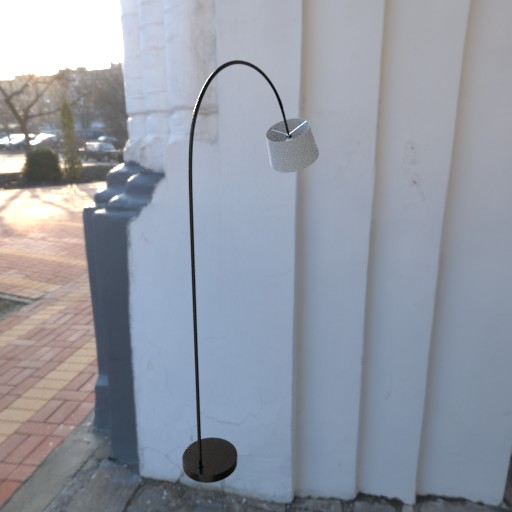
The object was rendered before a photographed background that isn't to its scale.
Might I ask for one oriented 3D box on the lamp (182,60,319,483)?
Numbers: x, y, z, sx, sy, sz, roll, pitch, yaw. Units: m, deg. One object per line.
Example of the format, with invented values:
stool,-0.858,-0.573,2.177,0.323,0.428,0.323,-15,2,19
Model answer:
lamp,0.000,0.000,2.622,0.331,2.104,1.363,8,17,27
